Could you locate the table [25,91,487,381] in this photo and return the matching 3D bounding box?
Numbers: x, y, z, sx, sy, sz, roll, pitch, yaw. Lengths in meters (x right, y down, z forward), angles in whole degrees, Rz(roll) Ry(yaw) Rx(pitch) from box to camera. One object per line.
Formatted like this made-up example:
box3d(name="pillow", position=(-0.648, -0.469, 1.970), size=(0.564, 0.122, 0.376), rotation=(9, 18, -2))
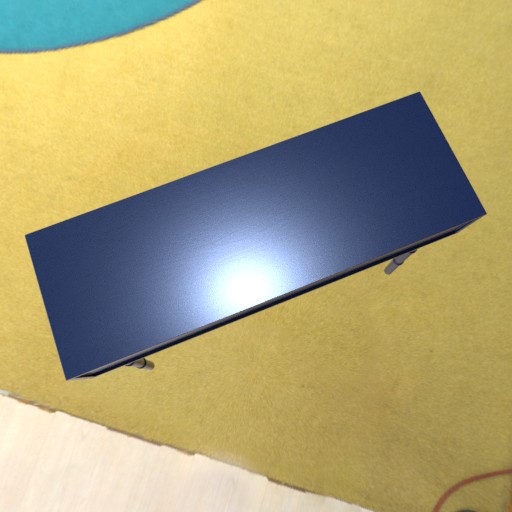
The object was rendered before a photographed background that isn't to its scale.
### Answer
box3d(name="table", position=(0.000, 0.000, 1.489), size=(1.118, 0.749, 0.399), rotation=(-21, 77, -5))
